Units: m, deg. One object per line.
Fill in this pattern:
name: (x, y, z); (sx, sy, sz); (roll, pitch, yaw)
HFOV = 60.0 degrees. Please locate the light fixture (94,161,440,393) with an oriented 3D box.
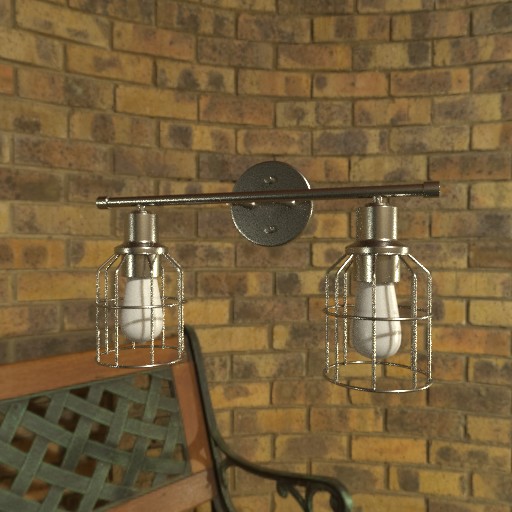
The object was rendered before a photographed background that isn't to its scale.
light fixture: (0.000, 0.000, 0.536); (0.406, 0.254, 0.165); (0, 1, 18)
